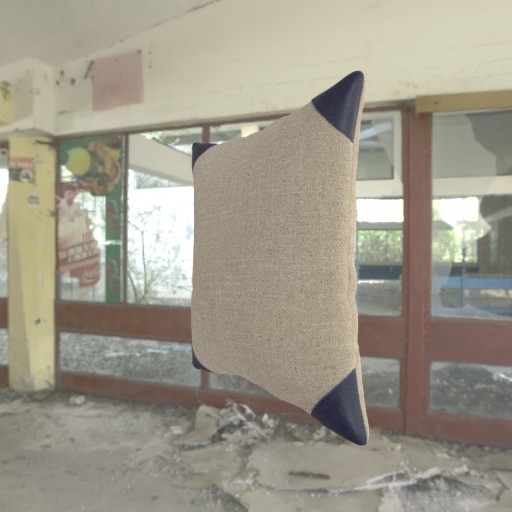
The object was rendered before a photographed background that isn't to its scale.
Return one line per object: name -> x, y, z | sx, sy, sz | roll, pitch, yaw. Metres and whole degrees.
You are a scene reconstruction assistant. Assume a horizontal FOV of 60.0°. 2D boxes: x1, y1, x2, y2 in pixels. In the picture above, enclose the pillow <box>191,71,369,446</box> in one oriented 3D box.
pillow -> 0.000, 0.000, 0.691 | 0.147, 0.441, 0.440 | 0, 0, -35
